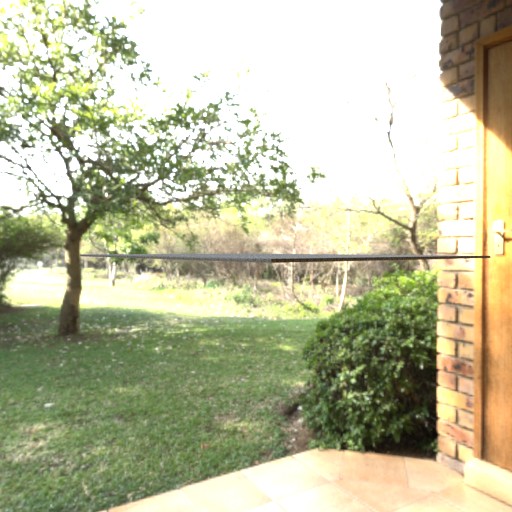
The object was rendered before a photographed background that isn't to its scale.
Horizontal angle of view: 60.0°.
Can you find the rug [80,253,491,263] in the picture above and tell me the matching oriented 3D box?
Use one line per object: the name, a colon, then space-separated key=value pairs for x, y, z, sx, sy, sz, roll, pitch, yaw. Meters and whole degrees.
rug: x=0.000 y=0.000 z=2.756 sx=1.509 sy=0.013 sz=2.144 roll=-1 pitch=1 yaw=-37
